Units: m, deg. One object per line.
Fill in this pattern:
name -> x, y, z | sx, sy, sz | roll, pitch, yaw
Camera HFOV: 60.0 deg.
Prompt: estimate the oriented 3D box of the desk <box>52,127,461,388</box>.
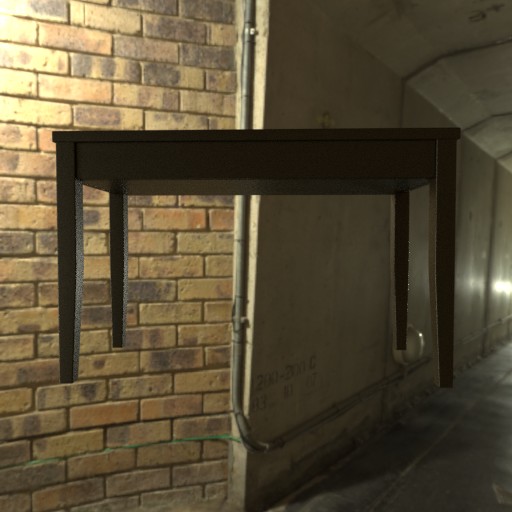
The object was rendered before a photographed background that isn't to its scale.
desk -> 0.000, 0.000, 1.585 | 1.220, 0.775, 0.508 | 0, 2, 2
